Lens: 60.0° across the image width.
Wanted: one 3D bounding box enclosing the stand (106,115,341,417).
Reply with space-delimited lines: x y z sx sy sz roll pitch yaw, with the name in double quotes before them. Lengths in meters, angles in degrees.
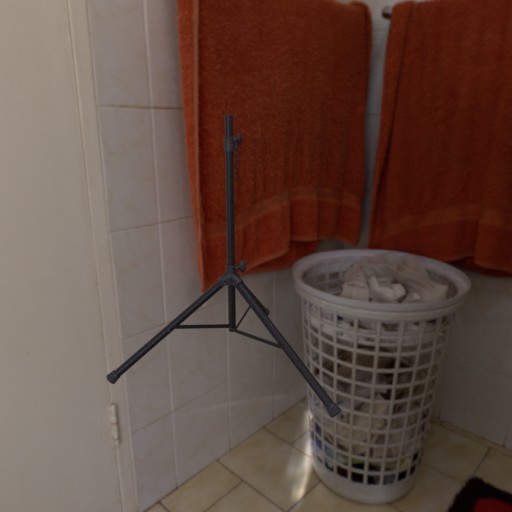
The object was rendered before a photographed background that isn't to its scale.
"stand" 0.000 0.000 1.864 1.045 1.136 0.907 -16 23 -42
